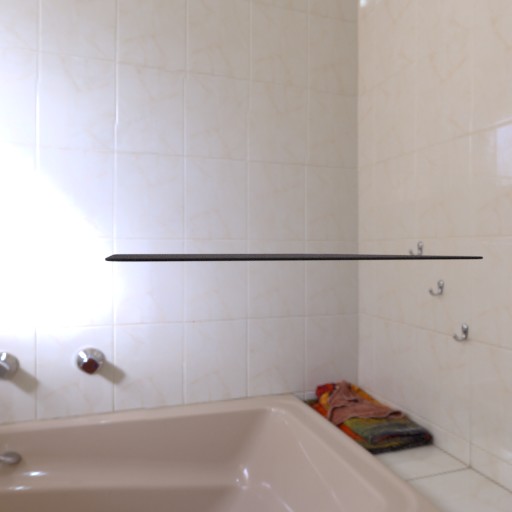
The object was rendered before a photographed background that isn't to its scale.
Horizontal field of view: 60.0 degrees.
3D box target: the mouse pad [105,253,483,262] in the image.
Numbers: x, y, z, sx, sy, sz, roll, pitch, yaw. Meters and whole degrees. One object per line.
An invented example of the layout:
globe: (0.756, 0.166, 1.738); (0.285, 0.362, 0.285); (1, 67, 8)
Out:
mouse pad: (0.000, 0.000, 0.431); (0.269, 0.002, 0.315); (0, 1, -17)
